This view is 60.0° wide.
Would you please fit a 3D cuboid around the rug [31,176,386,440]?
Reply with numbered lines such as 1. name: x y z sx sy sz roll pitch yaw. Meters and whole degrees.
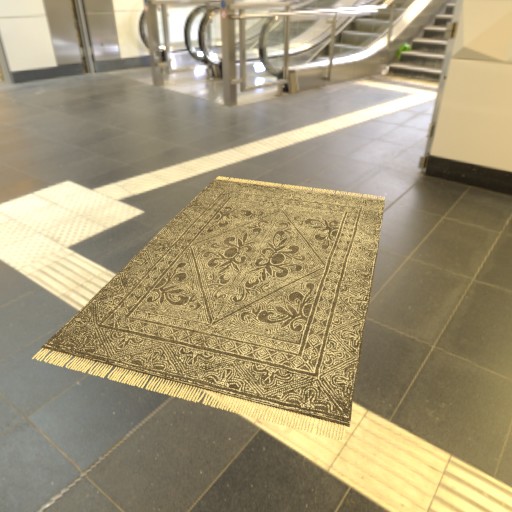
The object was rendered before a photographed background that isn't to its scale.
1. rug: 0.000 0.000 2.935 1.529 0.010 2.440 10 33 15
